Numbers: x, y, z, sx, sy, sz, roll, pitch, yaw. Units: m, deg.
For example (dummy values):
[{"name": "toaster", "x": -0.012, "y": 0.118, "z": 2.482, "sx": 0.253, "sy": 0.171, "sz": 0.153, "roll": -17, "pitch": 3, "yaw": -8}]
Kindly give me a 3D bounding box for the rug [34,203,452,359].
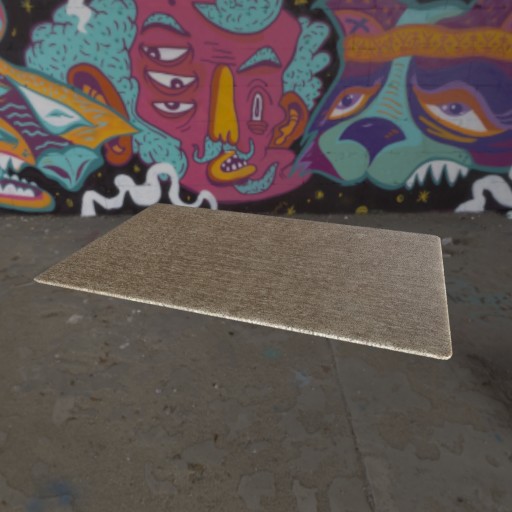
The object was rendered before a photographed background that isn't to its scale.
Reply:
[{"name": "rug", "x": 0.000, "y": 0.000, "z": 3.098, "sx": 2.469, "sy": 0.024, "sz": 1.539, "roll": 8, "pitch": 27, "yaw": 16}]
